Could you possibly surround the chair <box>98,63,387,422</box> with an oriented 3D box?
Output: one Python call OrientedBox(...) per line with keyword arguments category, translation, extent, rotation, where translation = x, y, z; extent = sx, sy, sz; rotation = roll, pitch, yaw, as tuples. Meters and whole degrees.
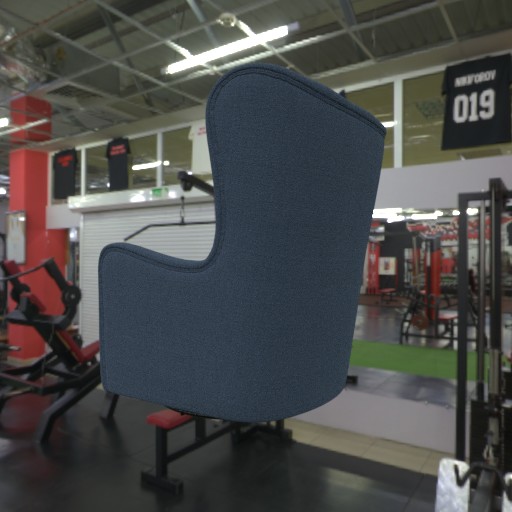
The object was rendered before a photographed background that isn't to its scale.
OrientedBox(category="chair", translation=(0.000, 0.000, 1.709), extent=(0.930, 1.079, 0.831), rotation=(0, 0, 36))
